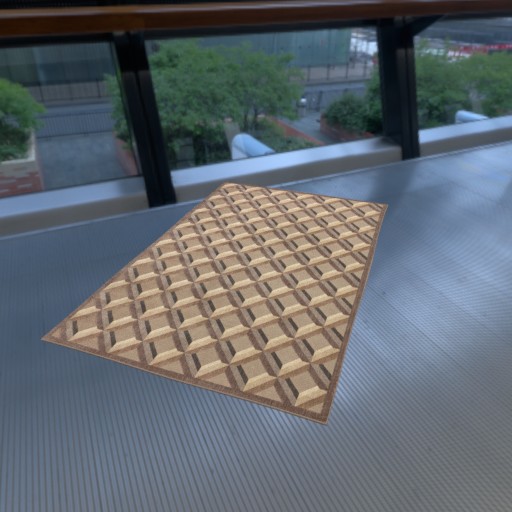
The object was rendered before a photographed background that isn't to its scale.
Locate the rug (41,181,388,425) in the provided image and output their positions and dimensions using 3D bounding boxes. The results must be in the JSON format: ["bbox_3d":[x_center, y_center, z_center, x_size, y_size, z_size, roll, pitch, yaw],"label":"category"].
[{"bbox_3d":[0.000,0.000,2.134,1.066,0.011,1.677,11,32,17],"label":"rug"}]
